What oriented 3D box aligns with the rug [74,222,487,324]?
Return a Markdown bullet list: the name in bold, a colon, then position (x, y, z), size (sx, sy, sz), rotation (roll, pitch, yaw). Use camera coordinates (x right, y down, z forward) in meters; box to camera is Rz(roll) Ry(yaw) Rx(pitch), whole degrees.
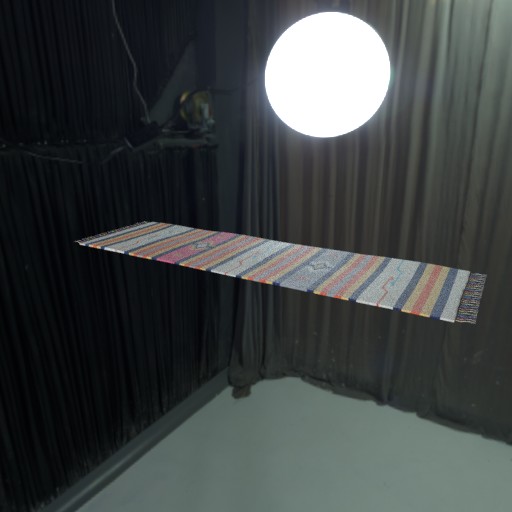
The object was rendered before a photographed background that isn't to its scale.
- **rug**: position (0.000, 0.000, 2.668), size (2.455, 0.017, 0.695), rotation (10, 20, 28)
